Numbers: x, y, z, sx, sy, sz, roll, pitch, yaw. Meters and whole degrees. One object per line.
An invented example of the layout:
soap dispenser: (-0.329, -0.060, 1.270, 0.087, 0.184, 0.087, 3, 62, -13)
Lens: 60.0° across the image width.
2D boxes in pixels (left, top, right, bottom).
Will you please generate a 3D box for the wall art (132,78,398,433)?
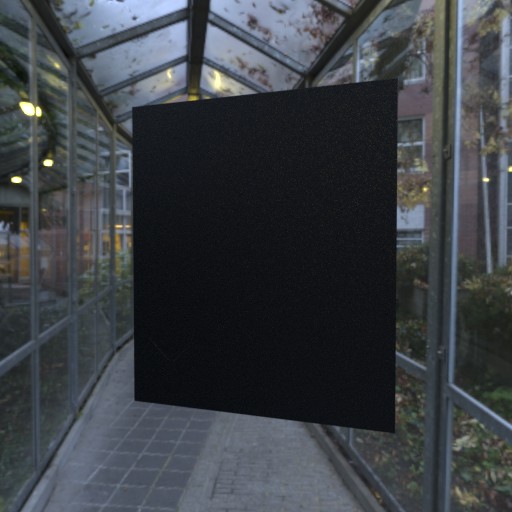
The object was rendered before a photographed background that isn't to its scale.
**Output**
wall art: (0.000, 0.000, 0.537, 0.325, 0.380, 0.028, 0, 2, 18)
